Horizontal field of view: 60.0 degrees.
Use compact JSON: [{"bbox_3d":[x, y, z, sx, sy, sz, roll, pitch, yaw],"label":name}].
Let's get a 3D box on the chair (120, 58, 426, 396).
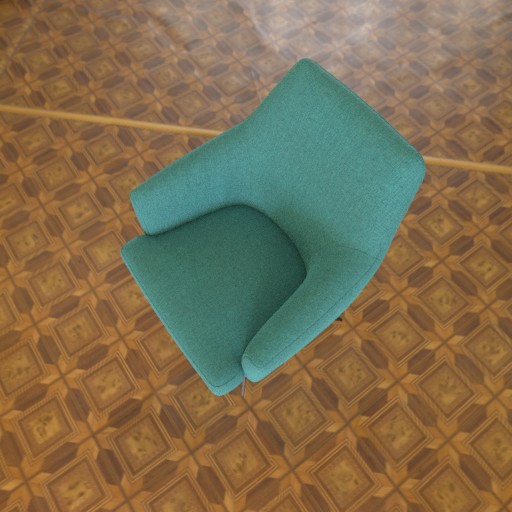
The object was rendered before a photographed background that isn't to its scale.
[{"bbox_3d":[0.000,0.000,1.350,0.677,0.874,0.642,-33,68,-16],"label":"chair"}]
